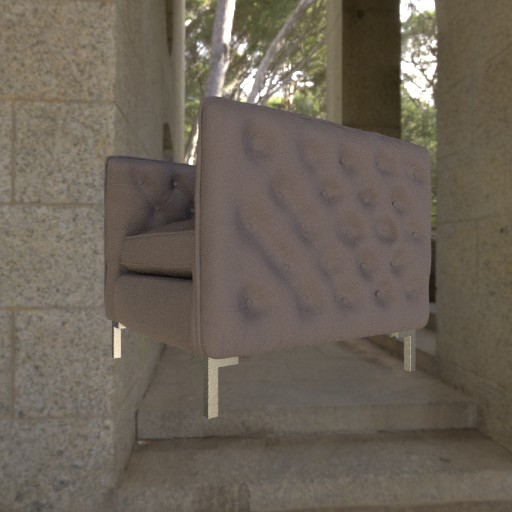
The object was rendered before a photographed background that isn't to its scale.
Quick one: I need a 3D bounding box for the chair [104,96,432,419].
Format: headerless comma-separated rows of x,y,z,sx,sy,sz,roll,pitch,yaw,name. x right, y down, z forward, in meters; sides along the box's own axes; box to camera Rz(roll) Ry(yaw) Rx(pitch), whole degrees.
0.000,0.000,1.663,0.913,0.807,0.946,0,0,-34,chair
